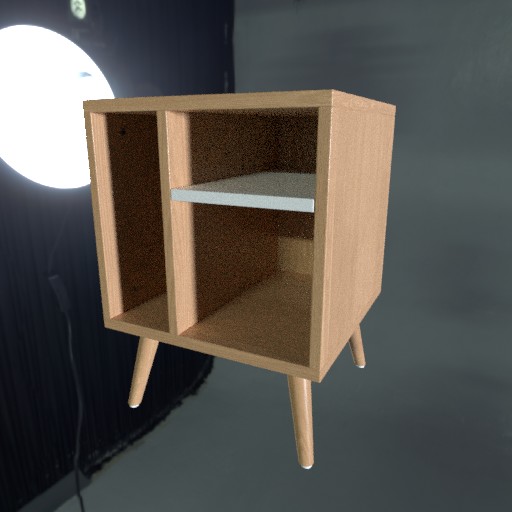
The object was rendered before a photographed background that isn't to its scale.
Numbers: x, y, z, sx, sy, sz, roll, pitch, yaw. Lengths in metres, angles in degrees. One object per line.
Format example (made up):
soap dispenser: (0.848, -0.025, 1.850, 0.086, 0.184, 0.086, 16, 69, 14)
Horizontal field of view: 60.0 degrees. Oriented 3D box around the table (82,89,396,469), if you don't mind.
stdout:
table: (0.000, 0.000, 0.841, 0.400, 0.550, 0.400, 8, 18, 26)
